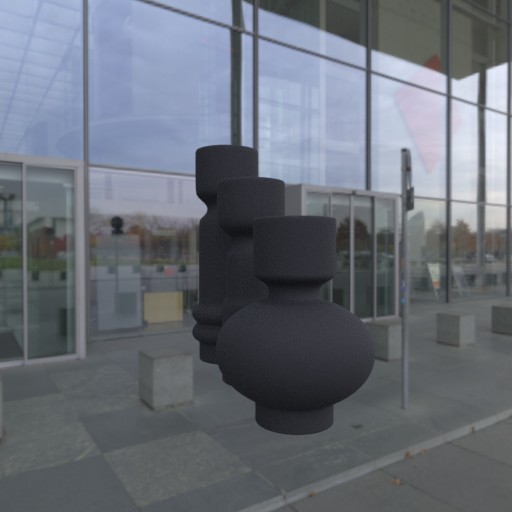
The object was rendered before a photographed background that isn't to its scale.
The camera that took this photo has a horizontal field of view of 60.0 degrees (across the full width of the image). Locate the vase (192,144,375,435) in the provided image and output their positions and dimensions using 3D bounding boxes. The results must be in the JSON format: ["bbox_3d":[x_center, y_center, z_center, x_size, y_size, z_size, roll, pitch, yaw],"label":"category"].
[{"bbox_3d":[0.000,0.000,0.427,0.120,0.249,0.307,0,1,-18],"label":"vase"}]
